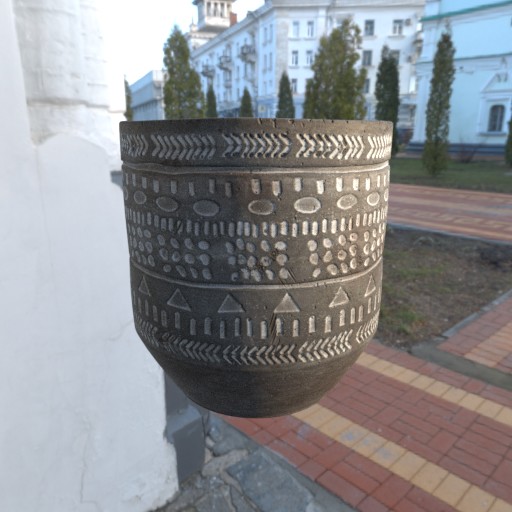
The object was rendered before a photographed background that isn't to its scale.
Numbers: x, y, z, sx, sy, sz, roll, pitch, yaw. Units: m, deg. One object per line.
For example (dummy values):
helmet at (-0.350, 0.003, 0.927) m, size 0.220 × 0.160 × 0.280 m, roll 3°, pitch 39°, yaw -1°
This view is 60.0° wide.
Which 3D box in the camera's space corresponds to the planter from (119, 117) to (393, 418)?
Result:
planter at (0.000, 0.000, 0.220) m, size 0.122 × 0.128 × 0.122 m, roll 0°, pitch 16°, yaw 0°
